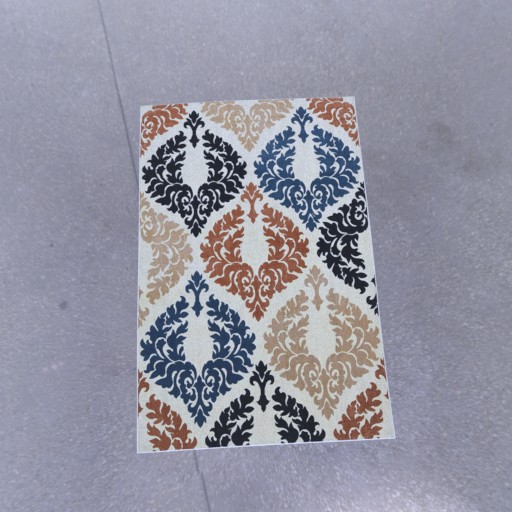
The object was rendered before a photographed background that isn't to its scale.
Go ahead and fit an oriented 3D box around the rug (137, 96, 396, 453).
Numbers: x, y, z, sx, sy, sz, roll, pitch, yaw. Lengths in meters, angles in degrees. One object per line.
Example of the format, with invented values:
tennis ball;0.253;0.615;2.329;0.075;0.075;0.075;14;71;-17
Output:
rug;0.000;0.000;2.849;1.514;0.014;2.275;-3;76;-1
